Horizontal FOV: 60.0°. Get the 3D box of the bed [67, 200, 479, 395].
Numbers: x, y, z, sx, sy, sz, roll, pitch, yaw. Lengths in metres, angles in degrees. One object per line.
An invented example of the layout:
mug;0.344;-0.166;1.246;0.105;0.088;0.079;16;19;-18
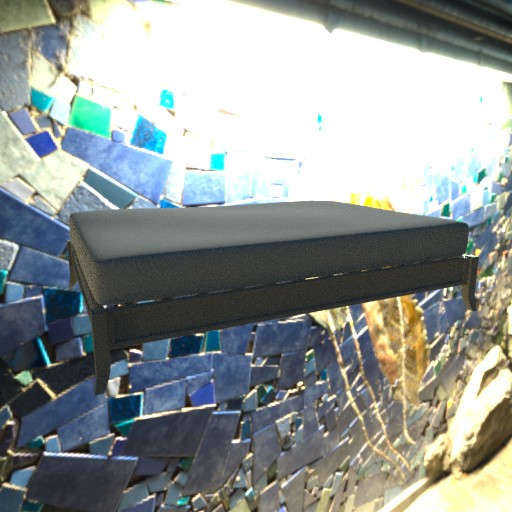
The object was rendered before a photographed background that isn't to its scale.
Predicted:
bed;0.000;0.000;2.586;1.985;0.510;1.460;-6;15;-25
